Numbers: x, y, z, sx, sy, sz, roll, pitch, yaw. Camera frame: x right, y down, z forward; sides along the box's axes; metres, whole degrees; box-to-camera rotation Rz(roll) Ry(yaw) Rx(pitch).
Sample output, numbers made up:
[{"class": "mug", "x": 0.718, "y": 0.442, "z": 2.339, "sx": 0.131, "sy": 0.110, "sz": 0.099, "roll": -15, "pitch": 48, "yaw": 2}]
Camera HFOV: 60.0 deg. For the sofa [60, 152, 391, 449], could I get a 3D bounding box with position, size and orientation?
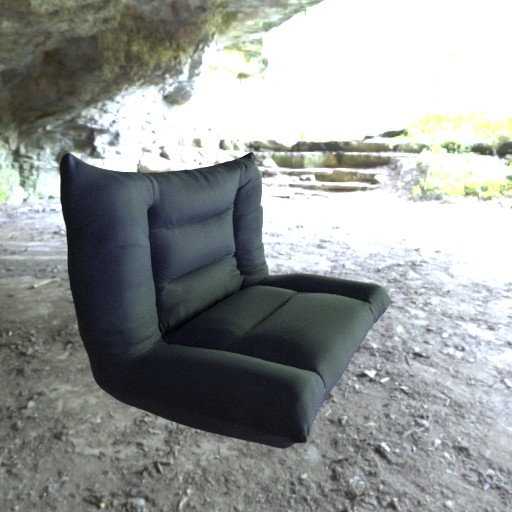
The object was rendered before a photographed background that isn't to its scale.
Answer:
[{"class": "sofa", "x": 0.000, "y": 0.000, "z": 1.664, "sx": 0.849, "sy": 0.778, "sz": 1.122, "roll": 8, "pitch": 17, "yaw": 26}]
